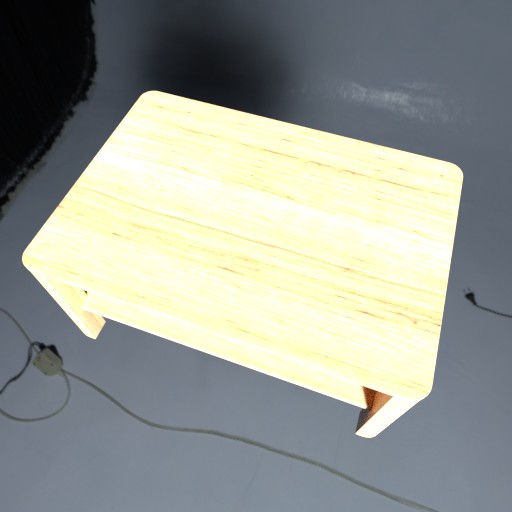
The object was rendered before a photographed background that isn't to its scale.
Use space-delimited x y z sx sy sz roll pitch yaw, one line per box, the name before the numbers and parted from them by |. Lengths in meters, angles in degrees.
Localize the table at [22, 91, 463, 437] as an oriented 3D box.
table | 0.000 0.000 1.350 0.997 0.445 0.696 17 60 10
